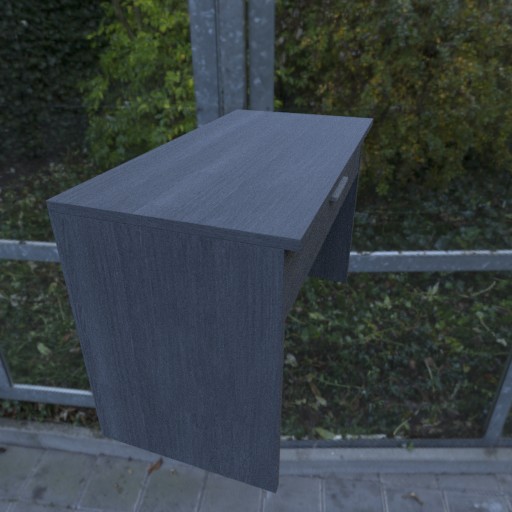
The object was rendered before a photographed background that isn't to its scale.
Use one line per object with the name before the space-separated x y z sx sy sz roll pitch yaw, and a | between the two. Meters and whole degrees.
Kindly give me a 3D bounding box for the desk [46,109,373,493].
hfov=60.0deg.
desk | 0.000 0.000 1.488 0.557 0.729 1.099 10 30 17
